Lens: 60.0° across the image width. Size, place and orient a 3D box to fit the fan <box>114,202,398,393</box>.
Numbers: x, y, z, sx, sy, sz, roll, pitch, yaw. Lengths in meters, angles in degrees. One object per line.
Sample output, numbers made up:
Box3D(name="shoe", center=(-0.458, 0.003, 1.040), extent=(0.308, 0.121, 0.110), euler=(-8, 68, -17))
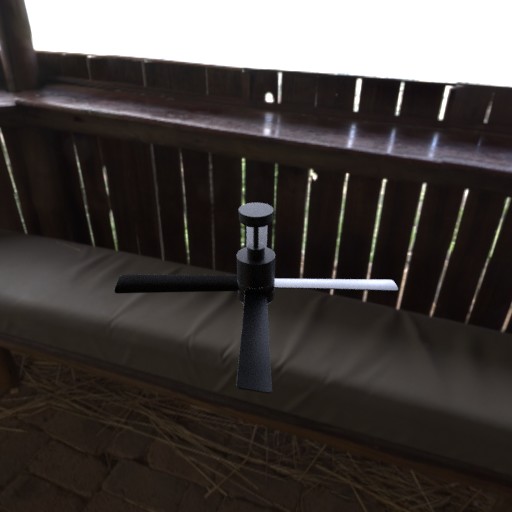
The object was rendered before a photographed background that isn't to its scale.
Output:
Box3D(name="fan", center=(0.000, 0.000, 2.335), extent=(1.525, 0.534, 1.525), euler=(1, 30, 1))
